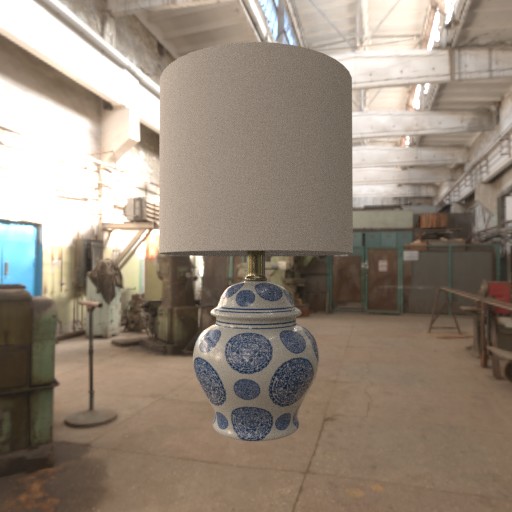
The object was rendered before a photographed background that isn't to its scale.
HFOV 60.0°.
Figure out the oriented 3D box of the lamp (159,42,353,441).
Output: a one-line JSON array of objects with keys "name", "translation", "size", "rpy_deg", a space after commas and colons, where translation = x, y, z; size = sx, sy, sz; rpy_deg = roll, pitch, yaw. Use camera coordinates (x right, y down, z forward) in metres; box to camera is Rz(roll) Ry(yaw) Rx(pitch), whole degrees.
[{"name": "lamp", "translation": [0.000, 0.000, 0.502], "size": [0.215, 0.381, 0.215], "rpy_deg": [0, -2, 17]}]
